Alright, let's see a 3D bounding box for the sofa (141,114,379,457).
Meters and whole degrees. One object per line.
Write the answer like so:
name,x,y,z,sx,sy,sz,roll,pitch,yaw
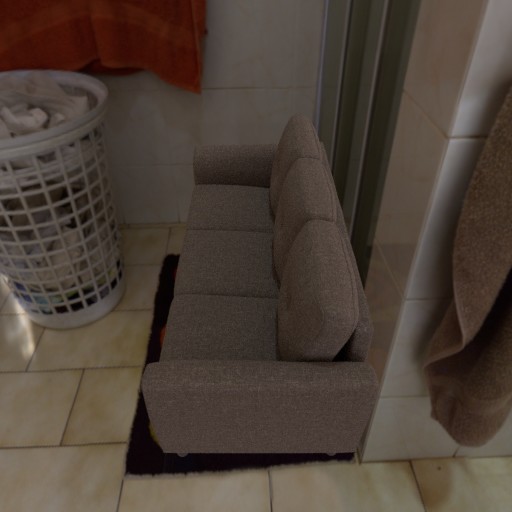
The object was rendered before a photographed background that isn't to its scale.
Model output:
sofa,0.000,0.000,2.317,0.837,0.891,1.847,0,40,0
